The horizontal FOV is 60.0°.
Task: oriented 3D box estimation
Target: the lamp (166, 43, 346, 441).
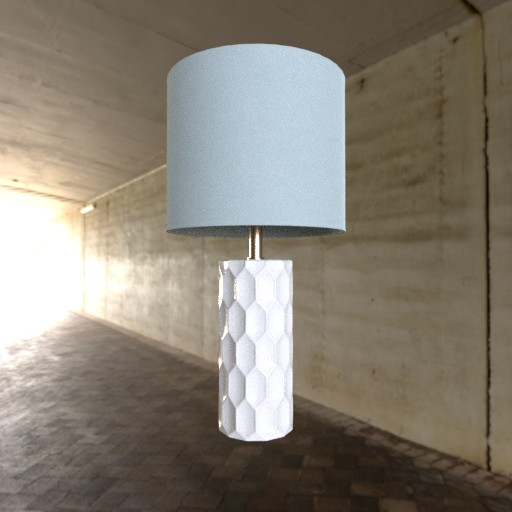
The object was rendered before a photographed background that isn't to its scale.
[{"bbox_3d":[0.000,0.000,0.696,0.277,0.534,0.277,0,-1,-1],"label":"lamp"}]
